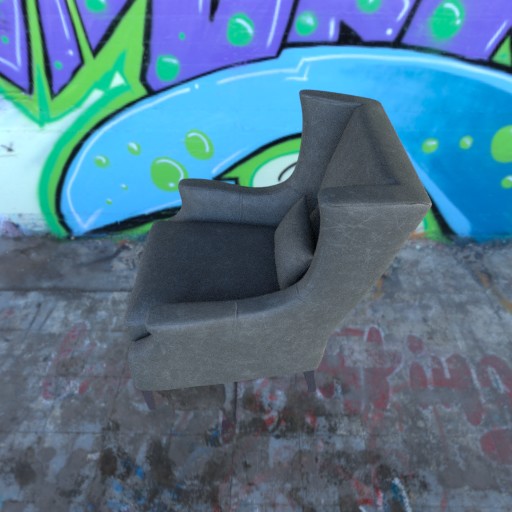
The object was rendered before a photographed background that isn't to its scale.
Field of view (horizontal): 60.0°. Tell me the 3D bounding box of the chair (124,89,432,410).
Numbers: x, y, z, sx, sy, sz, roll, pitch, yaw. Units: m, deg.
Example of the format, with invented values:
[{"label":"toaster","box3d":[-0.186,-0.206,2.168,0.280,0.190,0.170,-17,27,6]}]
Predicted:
[{"label":"chair","box3d":[0.000,0.000,1.712,0.926,1.016,0.853,0,42,0]}]
